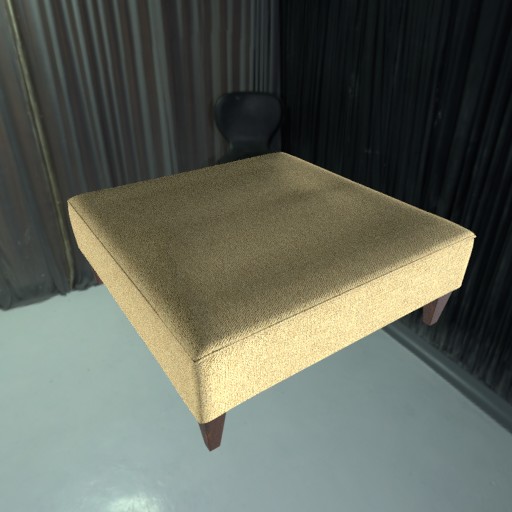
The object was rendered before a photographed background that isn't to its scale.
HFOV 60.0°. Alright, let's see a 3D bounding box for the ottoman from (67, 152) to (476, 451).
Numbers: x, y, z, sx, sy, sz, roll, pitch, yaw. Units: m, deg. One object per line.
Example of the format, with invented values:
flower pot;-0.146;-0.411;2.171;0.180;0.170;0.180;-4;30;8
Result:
ottoman;0.000;0.000;1.525;0.970;0.378;0.981;-19;36;-29
